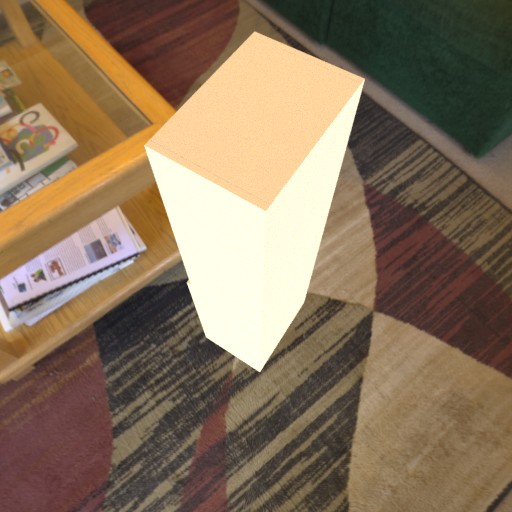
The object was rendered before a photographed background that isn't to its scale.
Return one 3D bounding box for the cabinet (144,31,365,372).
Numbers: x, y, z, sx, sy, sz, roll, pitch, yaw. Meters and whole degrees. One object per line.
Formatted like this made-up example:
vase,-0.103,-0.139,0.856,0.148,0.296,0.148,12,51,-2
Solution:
cabinet,0.000,0.000,1.517,0.300,1.350,0.400,30,67,14
